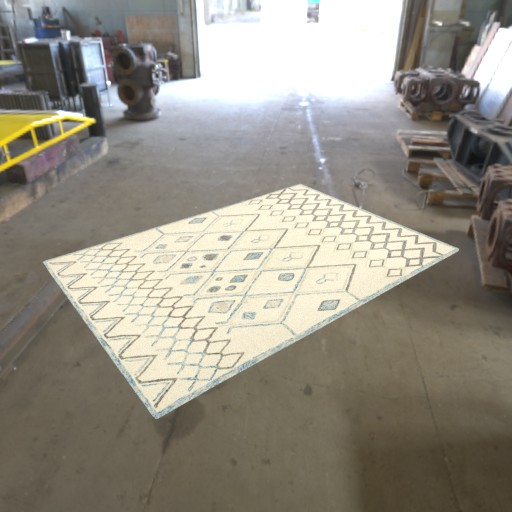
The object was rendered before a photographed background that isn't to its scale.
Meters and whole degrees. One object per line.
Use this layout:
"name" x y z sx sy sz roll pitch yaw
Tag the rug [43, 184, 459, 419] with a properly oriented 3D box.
"rug" 0.000 0.000 2.345 1.820 0.009 1.260 -21 36 -32
